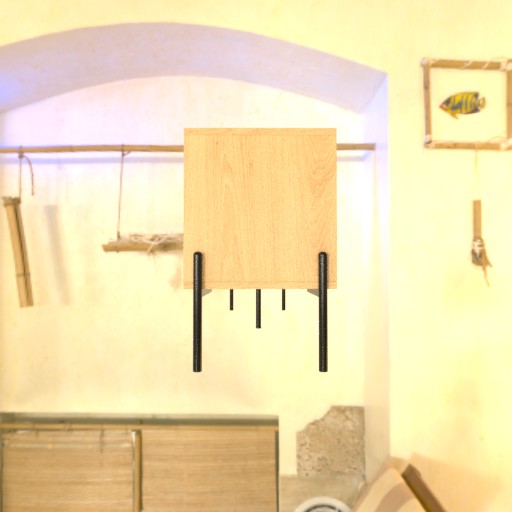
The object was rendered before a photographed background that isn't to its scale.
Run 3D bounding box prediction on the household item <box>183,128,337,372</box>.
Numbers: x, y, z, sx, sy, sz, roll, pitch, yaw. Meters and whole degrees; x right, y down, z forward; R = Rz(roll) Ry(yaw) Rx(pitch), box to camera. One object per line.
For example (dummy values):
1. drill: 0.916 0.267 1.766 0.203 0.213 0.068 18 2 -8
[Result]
1. household item: 0.000 0.000 1.849 0.400 0.600 1.550 0 -1 0
